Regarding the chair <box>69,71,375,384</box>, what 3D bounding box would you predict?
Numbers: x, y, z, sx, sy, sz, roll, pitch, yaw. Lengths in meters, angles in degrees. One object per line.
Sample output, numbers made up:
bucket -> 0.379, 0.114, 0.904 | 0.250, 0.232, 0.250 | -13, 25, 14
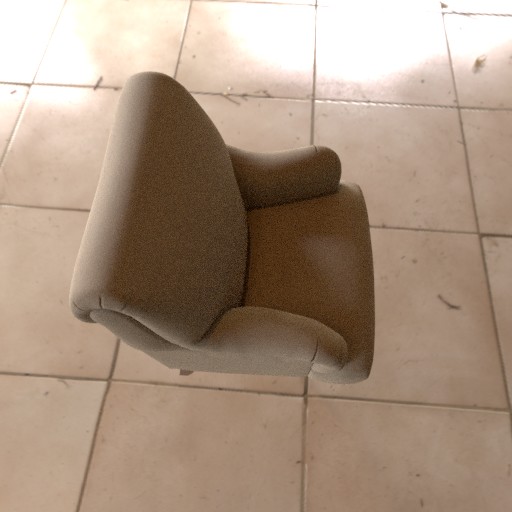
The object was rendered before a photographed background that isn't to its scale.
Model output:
chair -> 0.000, 0.000, 1.513 | 0.842, 0.942, 0.766 | 3, 64, 1
